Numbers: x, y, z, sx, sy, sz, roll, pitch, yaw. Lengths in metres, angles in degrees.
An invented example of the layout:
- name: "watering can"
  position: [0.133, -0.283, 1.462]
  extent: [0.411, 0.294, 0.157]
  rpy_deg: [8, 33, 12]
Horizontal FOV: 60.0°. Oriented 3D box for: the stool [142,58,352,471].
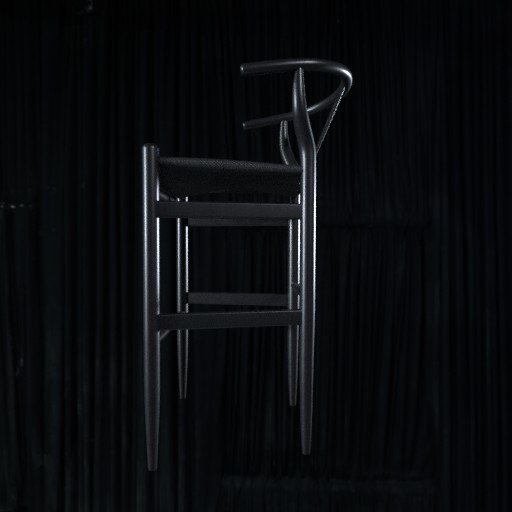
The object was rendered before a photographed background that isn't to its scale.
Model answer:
- name: "stool"
  position: [0.000, 0.000, 1.383]
  extent: [0.579, 1.072, 0.569]
  rpy_deg: [0, 1, -1]
